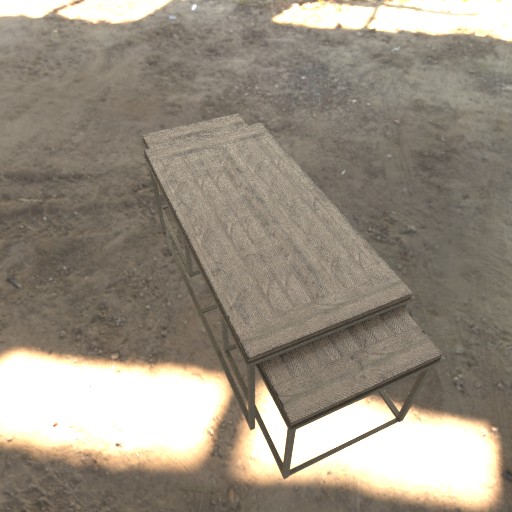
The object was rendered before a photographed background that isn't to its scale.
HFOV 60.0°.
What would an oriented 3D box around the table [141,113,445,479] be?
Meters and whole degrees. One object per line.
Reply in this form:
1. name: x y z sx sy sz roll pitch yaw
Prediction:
1. table: 0.000 0.000 1.563 0.489 0.427 1.312 -18 49 -17
